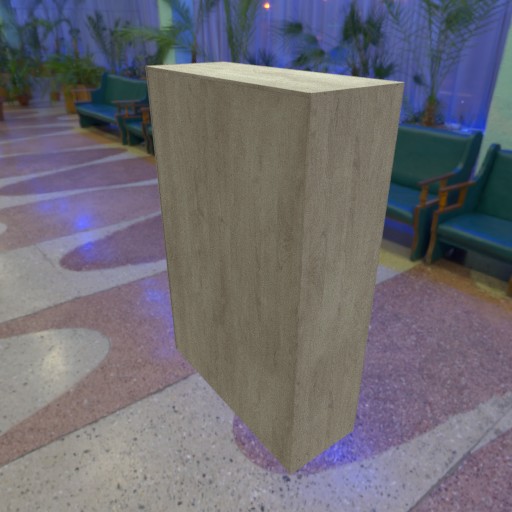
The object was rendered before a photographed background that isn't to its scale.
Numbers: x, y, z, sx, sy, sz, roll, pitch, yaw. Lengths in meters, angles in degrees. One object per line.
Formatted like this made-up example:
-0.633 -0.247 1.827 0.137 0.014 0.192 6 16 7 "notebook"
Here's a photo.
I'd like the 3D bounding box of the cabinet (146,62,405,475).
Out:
0.000 0.000 2.488 0.510 1.910 1.290 -19 33 -32 "cabinet"
